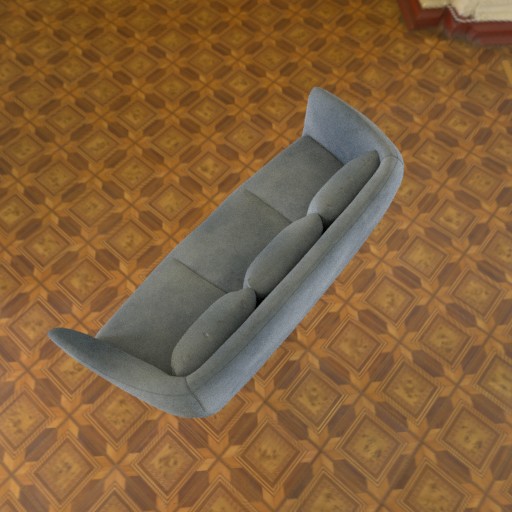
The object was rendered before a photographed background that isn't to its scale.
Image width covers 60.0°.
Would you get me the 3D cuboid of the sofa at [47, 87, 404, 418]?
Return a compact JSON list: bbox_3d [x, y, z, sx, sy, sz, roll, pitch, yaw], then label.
[{"bbox_3d":[0.000,0.000,2.548,0.849,0.795,2.095,37,69,17],"label":"sofa"}]
